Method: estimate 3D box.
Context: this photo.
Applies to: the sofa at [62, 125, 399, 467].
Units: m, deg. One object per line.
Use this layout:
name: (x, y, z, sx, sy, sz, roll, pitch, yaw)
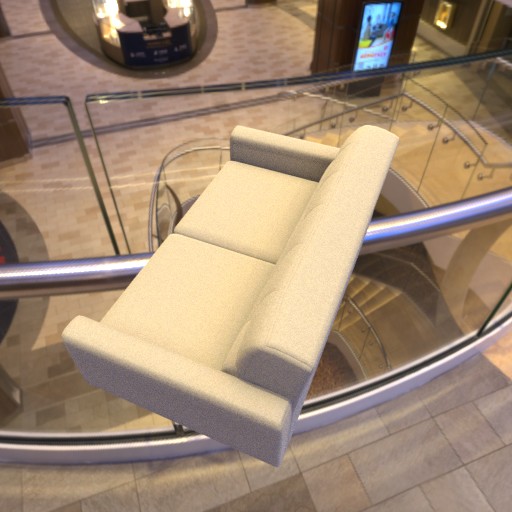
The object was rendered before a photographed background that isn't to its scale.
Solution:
sofa: (0.000, 0.000, 2.208, 0.980, 0.892, 1.655, 17, 50, 15)
